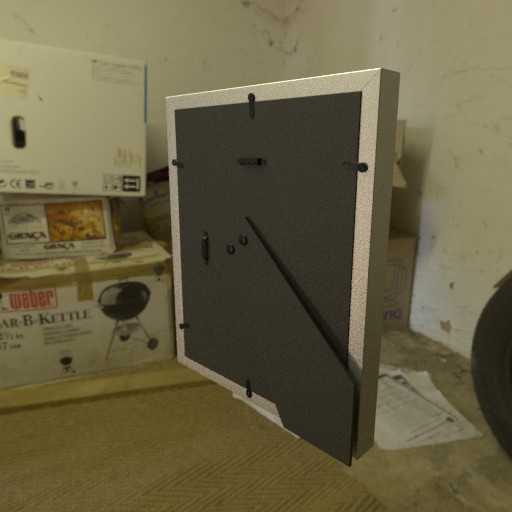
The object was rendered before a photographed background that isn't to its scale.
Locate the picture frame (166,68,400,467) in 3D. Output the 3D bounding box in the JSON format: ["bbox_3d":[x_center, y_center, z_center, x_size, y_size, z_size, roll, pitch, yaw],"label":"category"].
[{"bbox_3d":[0.000,0.000,0.392,0.233,0.282,0.036,13,19,43],"label":"picture frame"}]
